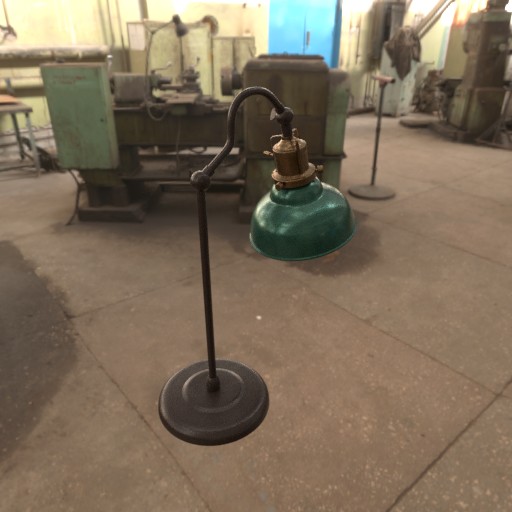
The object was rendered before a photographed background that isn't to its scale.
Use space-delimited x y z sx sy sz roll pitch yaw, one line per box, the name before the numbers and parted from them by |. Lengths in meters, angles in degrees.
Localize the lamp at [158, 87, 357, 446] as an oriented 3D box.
lamp | 0.000 0.000 0.709 0.374 0.508 0.192 -19 32 -33
